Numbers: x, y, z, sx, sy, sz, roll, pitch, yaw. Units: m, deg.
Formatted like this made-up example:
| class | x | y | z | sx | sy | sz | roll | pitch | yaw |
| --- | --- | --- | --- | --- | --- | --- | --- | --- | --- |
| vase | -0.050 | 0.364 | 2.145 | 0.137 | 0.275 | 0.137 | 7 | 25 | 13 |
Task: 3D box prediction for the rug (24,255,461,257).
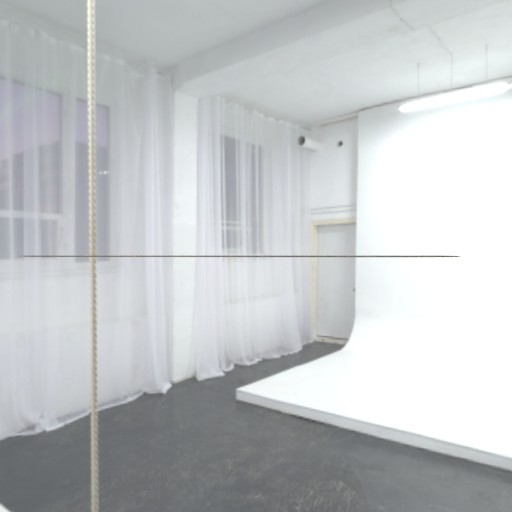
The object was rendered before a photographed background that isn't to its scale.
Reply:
| class | x | y | z | sx | sy | sz | roll | pitch | yaw |
| --- | --- | --- | --- | --- | --- | --- | --- | --- | --- |
| rug | 0.000 | 0.000 | 4.152 | 3.221 | 0.011 | 2.379 | 0 | 0 | 18 |
